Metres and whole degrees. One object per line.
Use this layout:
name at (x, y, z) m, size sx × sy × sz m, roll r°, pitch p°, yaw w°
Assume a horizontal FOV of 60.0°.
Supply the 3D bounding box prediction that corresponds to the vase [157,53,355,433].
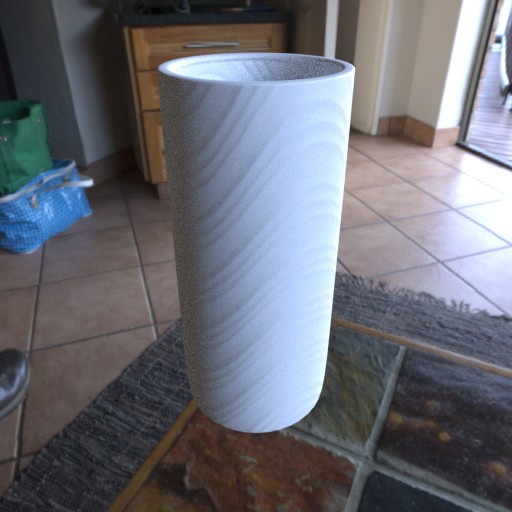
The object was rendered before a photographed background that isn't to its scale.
vase at (0.000, 0.000, 0.394) m, size 0.143 × 0.316 × 0.143 m, roll 0°, pitch 31°, yaw 0°
